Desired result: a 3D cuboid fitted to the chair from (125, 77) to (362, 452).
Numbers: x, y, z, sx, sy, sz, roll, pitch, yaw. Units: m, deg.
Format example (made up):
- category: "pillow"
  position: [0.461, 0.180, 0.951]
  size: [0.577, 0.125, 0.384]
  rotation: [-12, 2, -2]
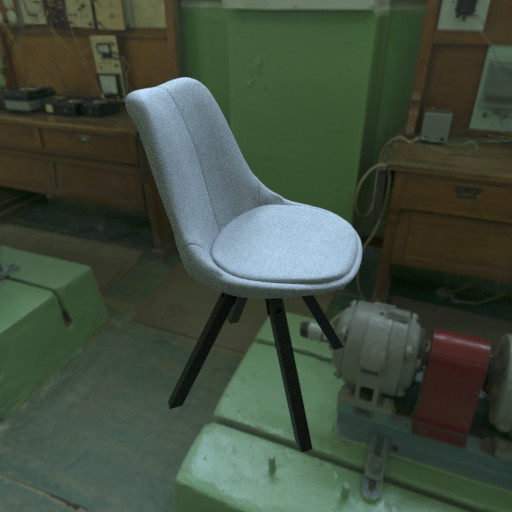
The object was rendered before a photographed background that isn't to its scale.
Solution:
- category: "chair"
  position: [0.000, 0.000, 1.196]
  size: [0.550, 0.850, 0.485]
  rotation: [10, 32, 17]
